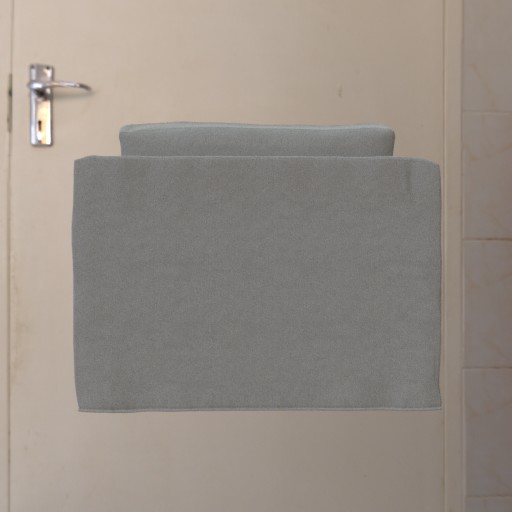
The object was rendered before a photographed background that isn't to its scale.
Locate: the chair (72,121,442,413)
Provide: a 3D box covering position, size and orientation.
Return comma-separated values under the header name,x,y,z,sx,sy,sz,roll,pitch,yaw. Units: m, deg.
name,x,y,z,sx,sy,sz,roll,pitch,yaw
chair,0.000,0.000,1.680,1.057,0.863,0.949,0,0,-1
